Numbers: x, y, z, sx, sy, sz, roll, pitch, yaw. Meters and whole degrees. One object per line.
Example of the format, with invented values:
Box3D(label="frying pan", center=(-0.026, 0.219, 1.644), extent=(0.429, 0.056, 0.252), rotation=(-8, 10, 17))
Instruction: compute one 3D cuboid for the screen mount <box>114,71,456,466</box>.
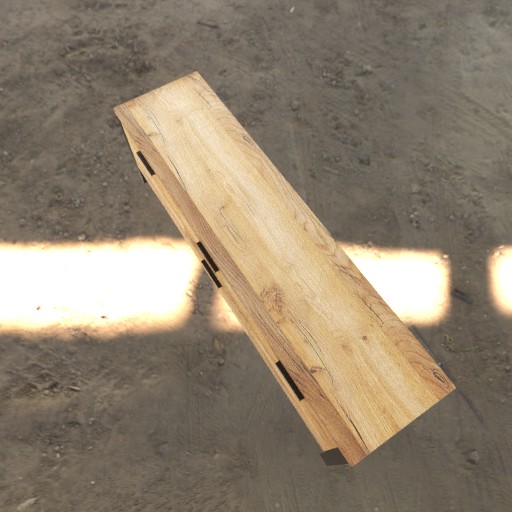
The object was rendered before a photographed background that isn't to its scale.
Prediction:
Box3D(label="screen mount", center=(0.000, 0.000, 1.717), extent=(0.395, 0.450, 1.524), rotation=(-30, 68, -14))
